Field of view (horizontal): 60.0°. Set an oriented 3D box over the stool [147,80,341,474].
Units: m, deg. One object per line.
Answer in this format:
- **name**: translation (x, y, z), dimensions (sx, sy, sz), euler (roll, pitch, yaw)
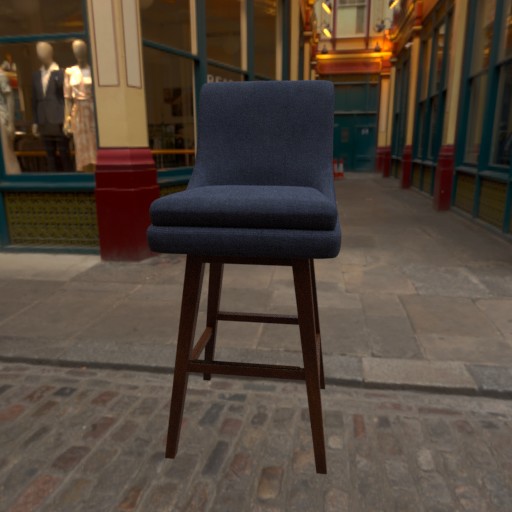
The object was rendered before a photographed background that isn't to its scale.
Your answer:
- **stool**: translation (0.000, 0.000, 1.360), dimensions (0.489, 1.068, 0.572), euler (2, 15, 8)
